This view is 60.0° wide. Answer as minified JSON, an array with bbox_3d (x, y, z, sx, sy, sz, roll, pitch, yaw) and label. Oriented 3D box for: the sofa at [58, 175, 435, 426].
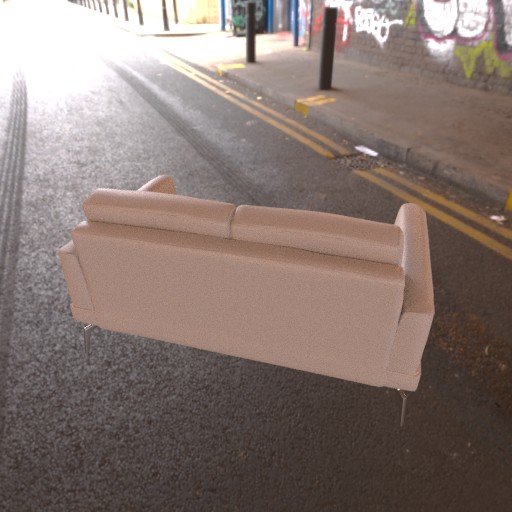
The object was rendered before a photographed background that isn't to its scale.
[{"bbox_3d":[0.000,0.000,2.483,1.819,0.930,1.121,9,32,14],"label":"sofa"}]
